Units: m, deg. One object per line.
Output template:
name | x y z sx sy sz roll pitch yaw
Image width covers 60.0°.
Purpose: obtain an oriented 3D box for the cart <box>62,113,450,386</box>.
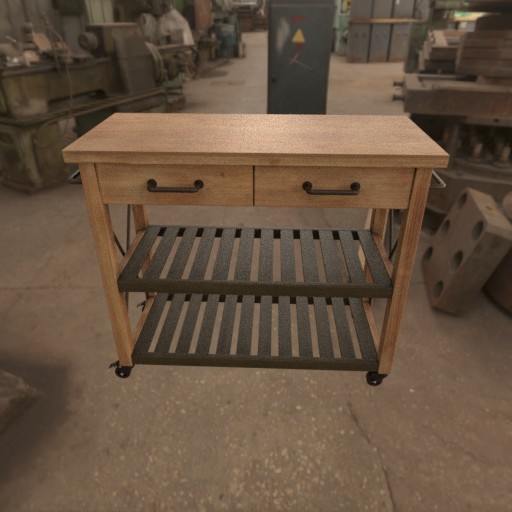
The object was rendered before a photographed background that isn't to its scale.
cart | 0.000 0.000 0.992 0.686 0.554 0.298 1 30 2
